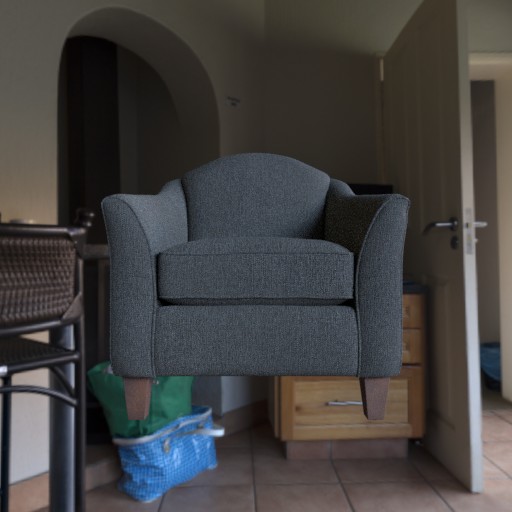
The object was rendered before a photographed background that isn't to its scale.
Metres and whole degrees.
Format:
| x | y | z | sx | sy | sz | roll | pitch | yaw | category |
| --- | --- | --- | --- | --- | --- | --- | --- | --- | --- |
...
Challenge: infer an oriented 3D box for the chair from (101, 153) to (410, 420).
| x | y | z | sx | sy | sz | roll | pitch | yaw | category |
| --- | --- | --- | --- | --- | --- | --- | --- | --- | --- |
| 0.000 | 0.000 | 1.452 | 0.763 | 0.839 | 0.787 | 0 | -1 | 0 | chair |
